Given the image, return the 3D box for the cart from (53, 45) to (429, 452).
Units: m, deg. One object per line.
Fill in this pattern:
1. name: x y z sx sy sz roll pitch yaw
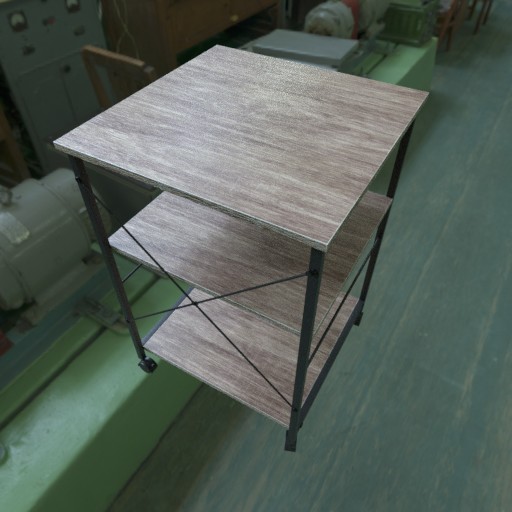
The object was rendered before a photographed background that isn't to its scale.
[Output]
1. cart: 0.000 0.000 1.113 0.521 0.762 0.520 22 49 21
